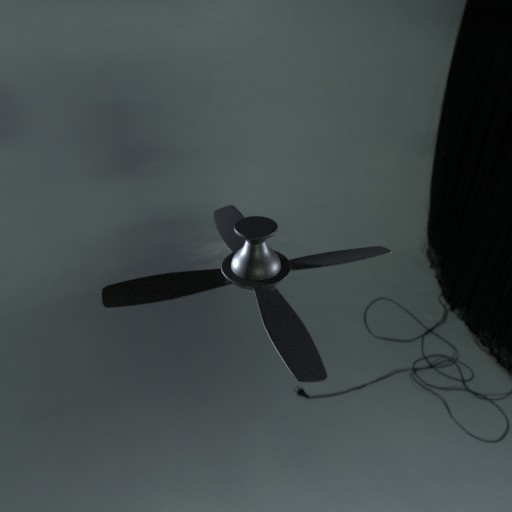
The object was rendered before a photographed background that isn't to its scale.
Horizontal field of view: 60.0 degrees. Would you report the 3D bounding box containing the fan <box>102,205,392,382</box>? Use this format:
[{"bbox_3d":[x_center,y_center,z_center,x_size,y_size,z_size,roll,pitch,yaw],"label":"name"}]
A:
[{"bbox_3d":[0.000,0.000,2.480,1.694,0.382,1.694,-9,34,-14],"label":"fan"}]
